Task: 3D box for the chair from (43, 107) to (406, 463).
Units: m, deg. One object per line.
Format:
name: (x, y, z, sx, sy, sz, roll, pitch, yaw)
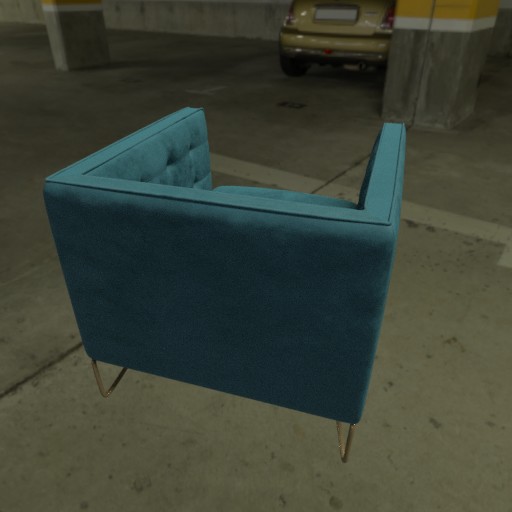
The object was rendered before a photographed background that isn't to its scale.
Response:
chair: (0.000, 0.000, 1.538, 0.880, 0.790, 0.894, 9, 32, 15)
